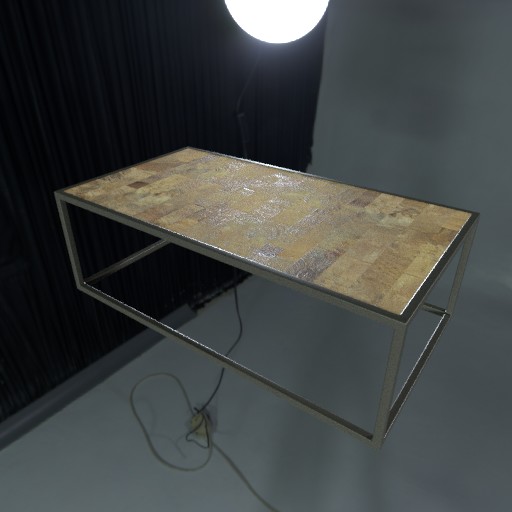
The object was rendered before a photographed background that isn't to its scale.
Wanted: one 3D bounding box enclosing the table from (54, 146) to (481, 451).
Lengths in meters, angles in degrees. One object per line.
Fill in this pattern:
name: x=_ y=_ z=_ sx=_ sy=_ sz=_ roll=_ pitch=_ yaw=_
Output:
table: x=0.000 y=0.000 z=1.505 sx=1.199 sy=0.398 sz=0.649 roll=20 pitch=35 yaw=30
